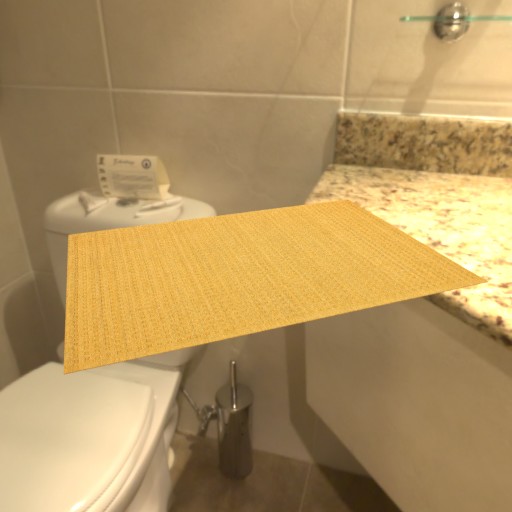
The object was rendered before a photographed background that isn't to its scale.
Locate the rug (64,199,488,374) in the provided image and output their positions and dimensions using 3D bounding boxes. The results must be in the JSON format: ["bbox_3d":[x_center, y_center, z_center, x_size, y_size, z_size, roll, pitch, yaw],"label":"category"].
[{"bbox_3d":[0.000,0.000,3.631,2.895,0.006,1.981,-9,27,-18],"label":"rug"}]
